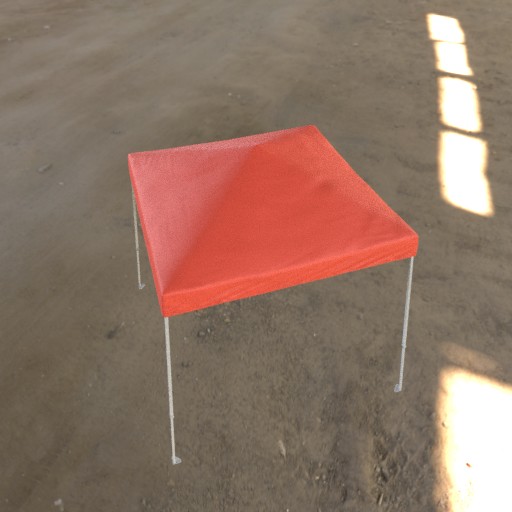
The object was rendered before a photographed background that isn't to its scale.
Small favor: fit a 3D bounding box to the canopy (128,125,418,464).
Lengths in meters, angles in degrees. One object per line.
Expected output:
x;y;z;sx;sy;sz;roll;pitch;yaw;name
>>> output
0.000;0.000;5.188;2.850;2.850;2.849;-13;44;-14;canopy
